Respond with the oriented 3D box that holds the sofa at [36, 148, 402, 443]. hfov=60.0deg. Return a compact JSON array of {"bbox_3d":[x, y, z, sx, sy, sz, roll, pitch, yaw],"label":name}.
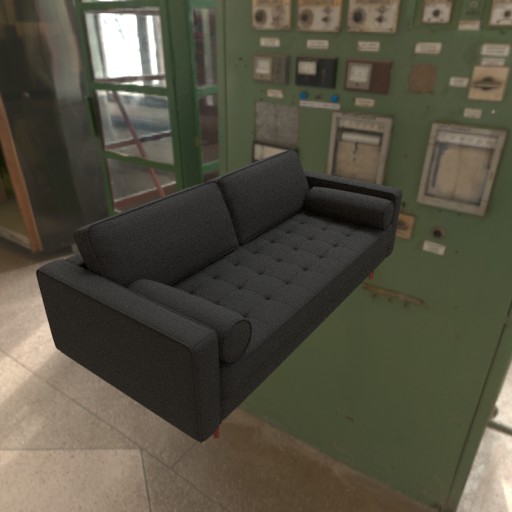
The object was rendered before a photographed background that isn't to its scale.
[{"bbox_3d":[0.000,0.000,2.342,0.914,0.759,1.875,18,33,31],"label":"sofa"}]
